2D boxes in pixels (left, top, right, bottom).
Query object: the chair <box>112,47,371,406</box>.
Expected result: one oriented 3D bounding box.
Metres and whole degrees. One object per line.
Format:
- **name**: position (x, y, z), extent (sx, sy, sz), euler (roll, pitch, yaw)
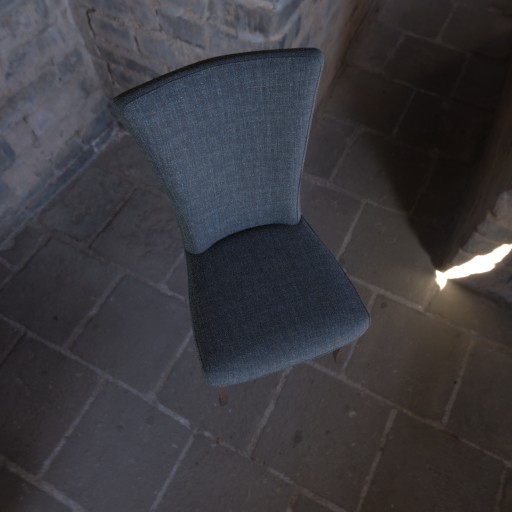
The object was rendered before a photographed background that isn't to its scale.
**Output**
- **chair**: position (0.000, 0.000, 1.362), extent (0.520, 0.991, 0.660), euler (-17, 64, -9)
